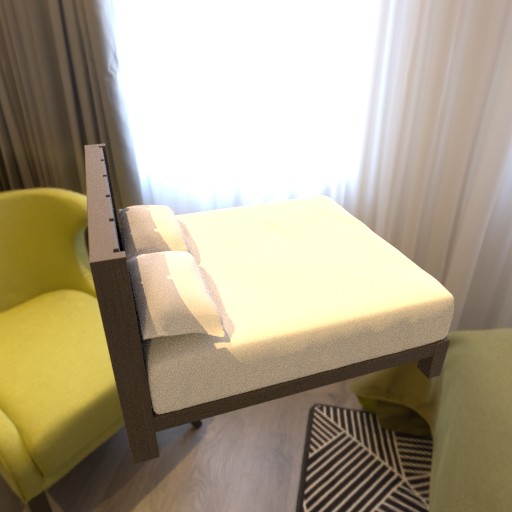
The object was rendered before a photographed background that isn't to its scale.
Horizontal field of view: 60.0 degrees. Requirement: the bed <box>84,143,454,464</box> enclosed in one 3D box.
[{"bbox_3d":[0.000,0.000,3.053,1.992,1.261,1.735,-10,31,-17],"label":"bed"}]
